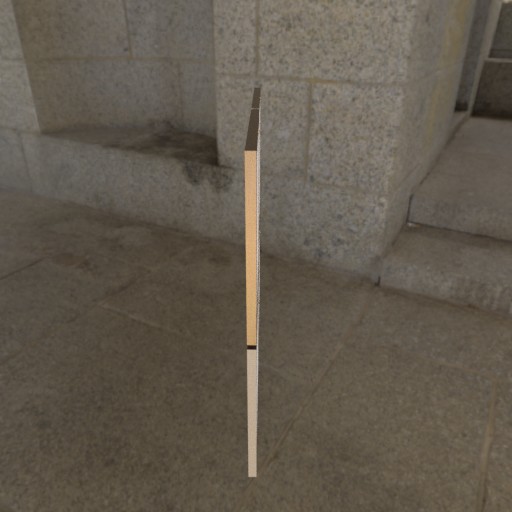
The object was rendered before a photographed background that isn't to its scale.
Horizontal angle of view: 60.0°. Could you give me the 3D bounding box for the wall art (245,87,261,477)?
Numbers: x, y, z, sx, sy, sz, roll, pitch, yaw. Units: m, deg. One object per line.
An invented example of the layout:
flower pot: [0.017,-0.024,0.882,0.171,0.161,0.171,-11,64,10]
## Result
wall art: [0.000,0.000,1.614,0.030,1.032,1.032,0,28,1]
